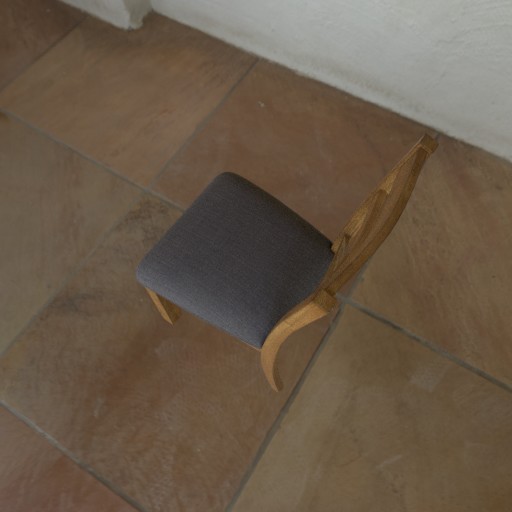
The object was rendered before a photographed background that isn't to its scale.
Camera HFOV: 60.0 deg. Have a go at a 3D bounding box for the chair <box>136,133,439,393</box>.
[{"bbox_3d":[0.000,0.000,1.248,0.581,0.949,0.470,32,68,14],"label":"chair"}]
